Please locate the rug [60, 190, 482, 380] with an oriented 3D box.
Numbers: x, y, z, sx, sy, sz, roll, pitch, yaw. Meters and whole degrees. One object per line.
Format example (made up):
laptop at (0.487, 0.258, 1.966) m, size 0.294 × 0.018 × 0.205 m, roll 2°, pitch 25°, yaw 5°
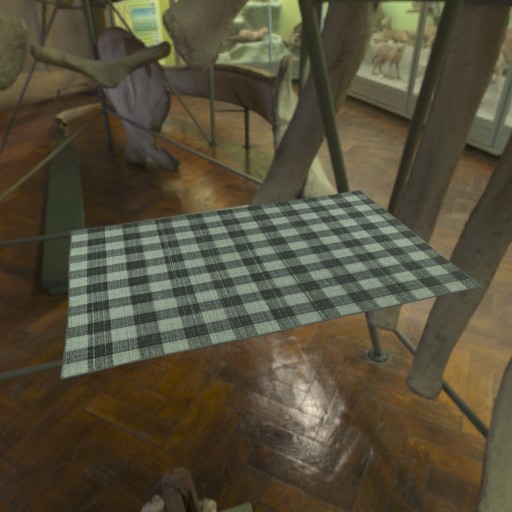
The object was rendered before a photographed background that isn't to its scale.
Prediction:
rug at (0.000, 0.000, 3.071) m, size 2.476 × 0.011 × 1.554 m, roll -10°, pitch 34°, yaw -15°
